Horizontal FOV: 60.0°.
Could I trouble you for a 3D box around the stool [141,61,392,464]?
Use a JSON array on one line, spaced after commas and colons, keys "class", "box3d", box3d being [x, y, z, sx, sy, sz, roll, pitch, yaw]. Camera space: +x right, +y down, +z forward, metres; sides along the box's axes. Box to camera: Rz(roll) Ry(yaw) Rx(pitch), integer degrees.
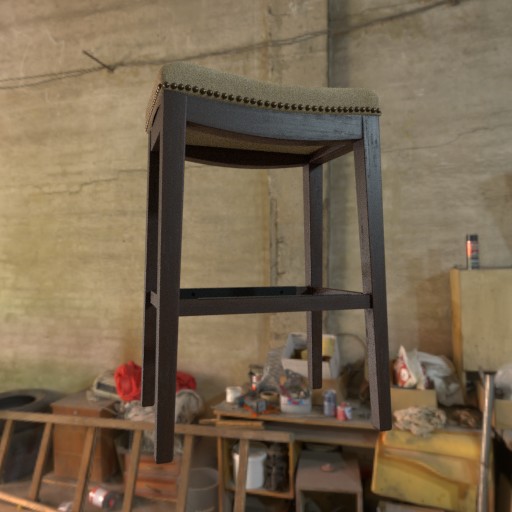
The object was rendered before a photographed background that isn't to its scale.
[{"class": "stool", "box3d": [0.000, 0.000, 1.064, 0.509, 0.768, 0.363, 0, 0, -19]}]
